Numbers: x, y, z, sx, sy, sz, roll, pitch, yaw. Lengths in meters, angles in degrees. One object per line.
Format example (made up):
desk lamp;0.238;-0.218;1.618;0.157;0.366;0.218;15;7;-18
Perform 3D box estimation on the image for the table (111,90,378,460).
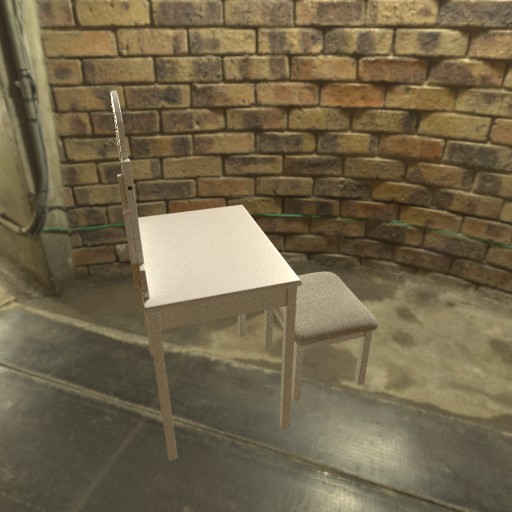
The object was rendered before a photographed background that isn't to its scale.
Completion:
table;0.000;0.000;2.241;1.211;1.631;0.876;-9;30;-16
